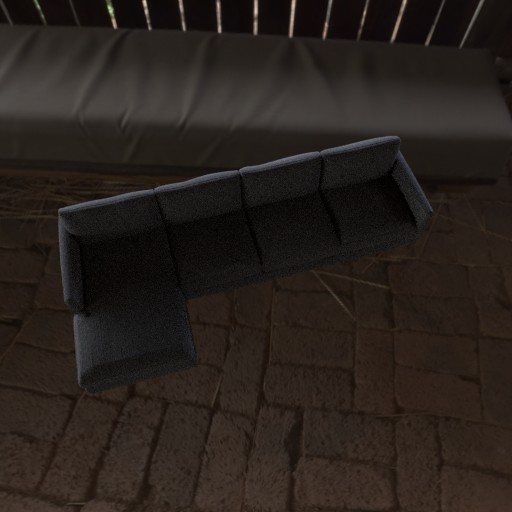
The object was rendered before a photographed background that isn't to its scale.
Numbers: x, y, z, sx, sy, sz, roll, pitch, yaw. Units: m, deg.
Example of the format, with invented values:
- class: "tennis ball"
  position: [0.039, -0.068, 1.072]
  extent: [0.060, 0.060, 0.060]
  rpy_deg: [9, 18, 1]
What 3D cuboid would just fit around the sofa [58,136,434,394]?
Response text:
- class: "sofa"
  position: [0.000, 0.000, 3.540]
  extent: [2.932, 0.810, 1.350]
  rpy_deg: [-14, 62, -7]
